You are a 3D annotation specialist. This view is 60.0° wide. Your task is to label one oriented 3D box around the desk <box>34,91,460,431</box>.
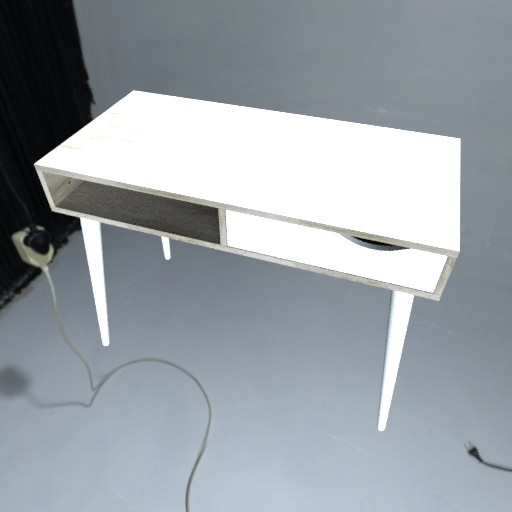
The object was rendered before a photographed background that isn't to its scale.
[{"bbox_3d":[0.000,0.000,1.367,0.979,0.723,0.491,13,44,14],"label":"desk"}]
